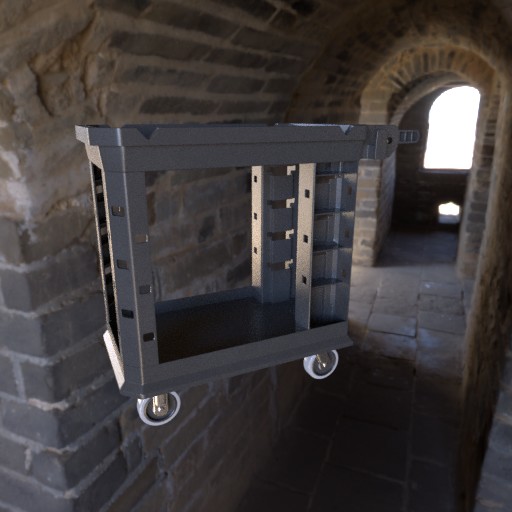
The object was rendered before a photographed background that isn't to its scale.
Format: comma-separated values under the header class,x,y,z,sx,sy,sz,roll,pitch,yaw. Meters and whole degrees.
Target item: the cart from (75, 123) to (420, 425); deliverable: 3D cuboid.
class,x,y,z,sx,sy,sz,roll,pitch,yaw
cart,0.000,0.000,1.557,1.061,0.884,0.497,-8,19,-24
